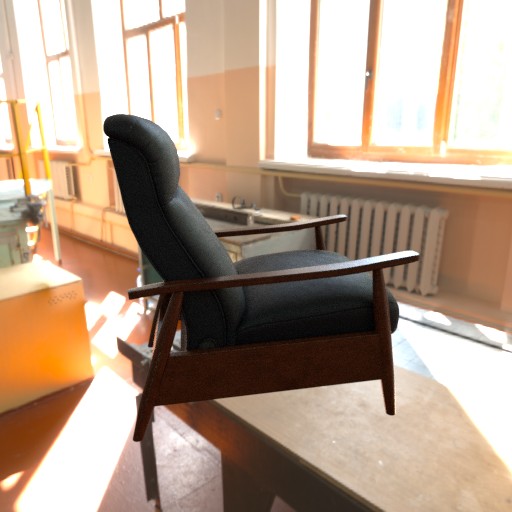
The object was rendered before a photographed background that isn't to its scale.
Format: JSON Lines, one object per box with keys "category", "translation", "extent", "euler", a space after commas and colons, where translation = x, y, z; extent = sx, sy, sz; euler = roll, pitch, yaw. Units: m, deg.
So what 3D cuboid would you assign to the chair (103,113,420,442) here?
{"category": "chair", "translation": [0.000, 0.000, 1.800], "extent": [1.014, 1.082, 0.762], "euler": [-2, 16, -9]}
